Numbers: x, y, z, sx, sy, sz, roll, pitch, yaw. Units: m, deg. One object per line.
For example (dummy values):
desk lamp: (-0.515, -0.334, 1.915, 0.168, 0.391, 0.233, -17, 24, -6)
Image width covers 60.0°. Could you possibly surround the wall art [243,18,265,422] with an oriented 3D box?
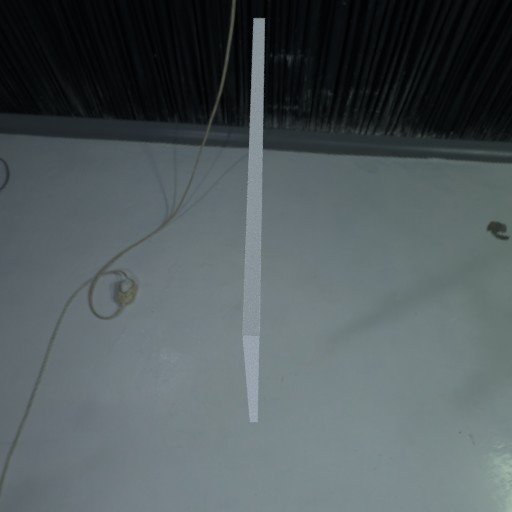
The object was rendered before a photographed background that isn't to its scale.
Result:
wall art: (0.000, 0.000, 0.625, 0.013, 0.456, 0.382, 1, 62, 1)
